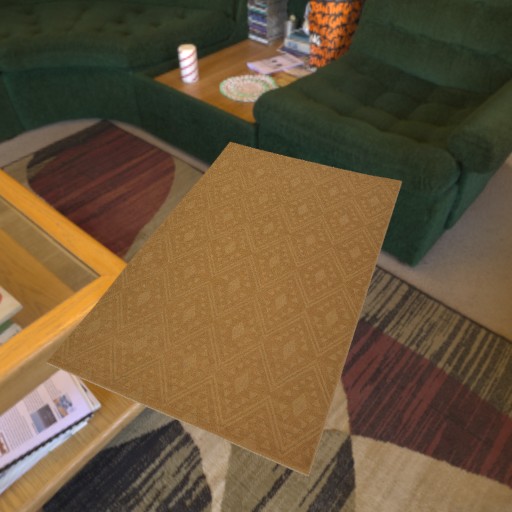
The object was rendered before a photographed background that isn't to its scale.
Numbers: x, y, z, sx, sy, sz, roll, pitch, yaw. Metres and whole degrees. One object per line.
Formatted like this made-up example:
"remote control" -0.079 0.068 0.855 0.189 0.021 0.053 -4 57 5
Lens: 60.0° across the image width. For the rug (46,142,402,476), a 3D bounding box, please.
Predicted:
"rug" 0.000 0.000 3.046 1.553 0.053 2.430 17 49 16
